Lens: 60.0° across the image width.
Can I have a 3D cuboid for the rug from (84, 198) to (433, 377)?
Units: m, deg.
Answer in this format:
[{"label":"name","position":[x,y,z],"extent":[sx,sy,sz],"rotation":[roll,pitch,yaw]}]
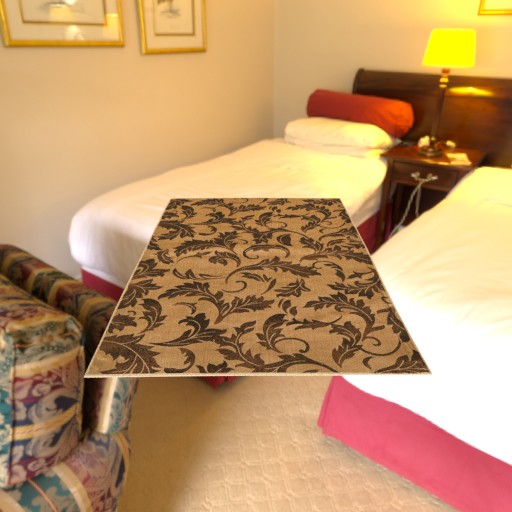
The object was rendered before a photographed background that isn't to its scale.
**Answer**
[{"label":"rug","position":[0.000,0.000,2.930],"extent":[1.522,0.008,2.284],"rotation":[0,27,-1]}]
